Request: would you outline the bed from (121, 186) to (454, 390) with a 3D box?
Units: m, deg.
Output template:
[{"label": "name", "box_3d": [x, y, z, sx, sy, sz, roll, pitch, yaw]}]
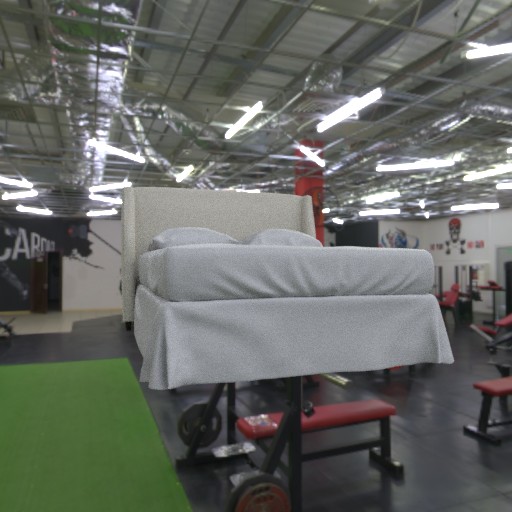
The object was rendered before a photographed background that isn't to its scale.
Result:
[{"label": "bed", "box_3d": [0.000, 0.000, 3.404, 1.925, 1.332, 2.276, 0, -1, -18]}]
